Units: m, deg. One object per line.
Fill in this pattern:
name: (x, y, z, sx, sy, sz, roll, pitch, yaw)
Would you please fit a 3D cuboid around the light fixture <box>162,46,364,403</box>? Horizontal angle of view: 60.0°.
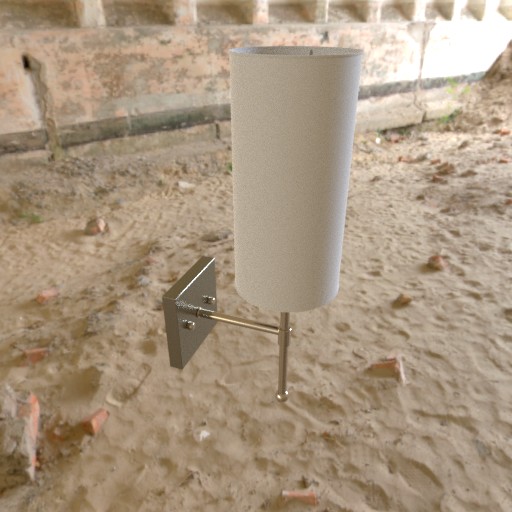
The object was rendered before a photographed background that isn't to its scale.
light fixture: (0.000, 0.000, 0.545, 0.208, 0.462, 0.128, 10, 30, 18)
